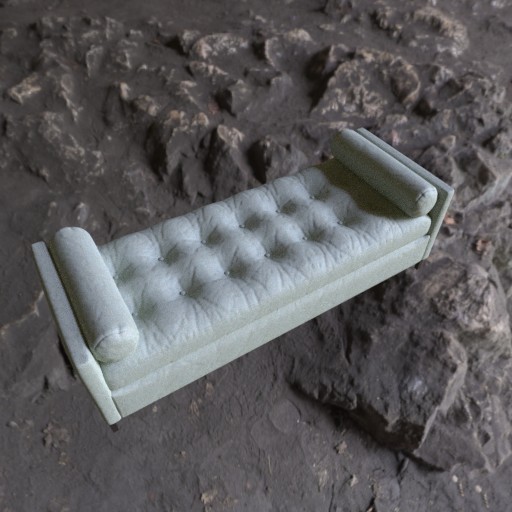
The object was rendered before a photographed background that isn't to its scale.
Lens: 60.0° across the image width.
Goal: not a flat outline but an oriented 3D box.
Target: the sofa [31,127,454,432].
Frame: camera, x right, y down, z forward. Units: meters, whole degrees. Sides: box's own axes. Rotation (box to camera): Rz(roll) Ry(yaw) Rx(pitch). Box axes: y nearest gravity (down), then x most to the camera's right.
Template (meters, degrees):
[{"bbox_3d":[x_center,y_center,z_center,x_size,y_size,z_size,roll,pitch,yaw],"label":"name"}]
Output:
[{"bbox_3d":[0.000,0.000,2.478,2.102,0.705,0.796,-24,51,-21],"label":"sofa"}]
